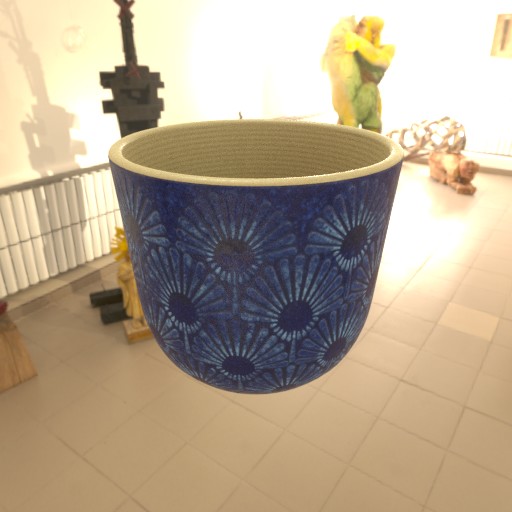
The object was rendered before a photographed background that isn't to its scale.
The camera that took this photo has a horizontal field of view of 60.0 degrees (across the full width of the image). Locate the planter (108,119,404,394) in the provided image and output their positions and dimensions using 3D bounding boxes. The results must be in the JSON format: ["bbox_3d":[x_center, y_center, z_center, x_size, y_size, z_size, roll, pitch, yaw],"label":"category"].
[{"bbox_3d":[0.000,0.000,0.297,0.170,0.153,0.170,0,26,0],"label":"planter"}]
